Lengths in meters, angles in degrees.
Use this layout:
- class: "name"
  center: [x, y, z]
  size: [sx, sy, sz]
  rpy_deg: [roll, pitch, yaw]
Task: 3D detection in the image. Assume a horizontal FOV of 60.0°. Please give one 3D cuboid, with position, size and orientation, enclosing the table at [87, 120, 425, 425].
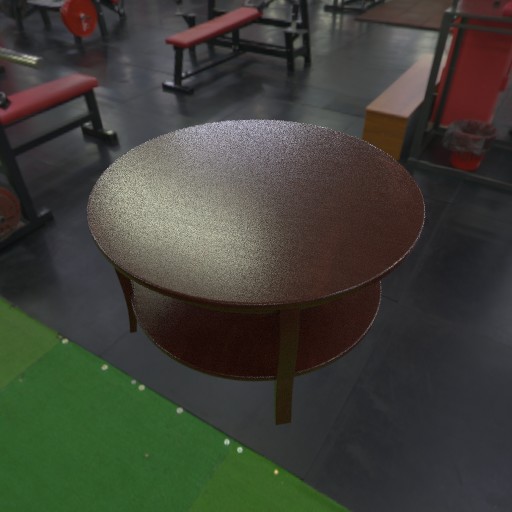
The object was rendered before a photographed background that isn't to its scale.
- class: "table"
  center: [0.000, 0.000, 1.405]
  size: [0.911, 0.512, 0.911]
  rpy_deg: [0, 40, 0]
